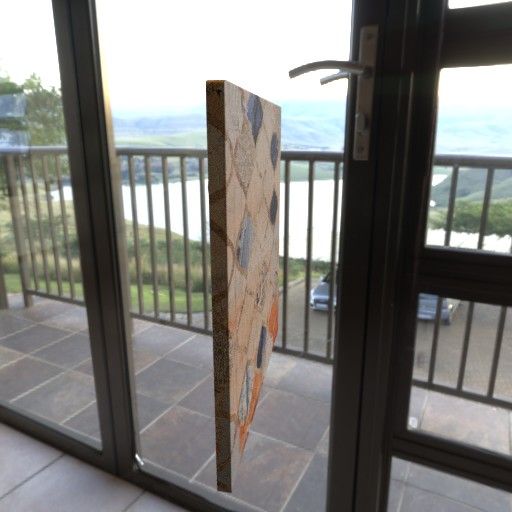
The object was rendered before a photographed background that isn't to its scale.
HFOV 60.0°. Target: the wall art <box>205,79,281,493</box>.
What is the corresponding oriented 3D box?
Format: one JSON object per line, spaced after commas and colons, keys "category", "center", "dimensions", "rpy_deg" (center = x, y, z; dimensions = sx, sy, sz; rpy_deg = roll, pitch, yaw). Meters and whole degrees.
{"category": "wall art", "center": [0.000, 0.000, 1.355], "dimensions": [0.039, 0.914, 0.912], "rpy_deg": [3, 16, 9]}
